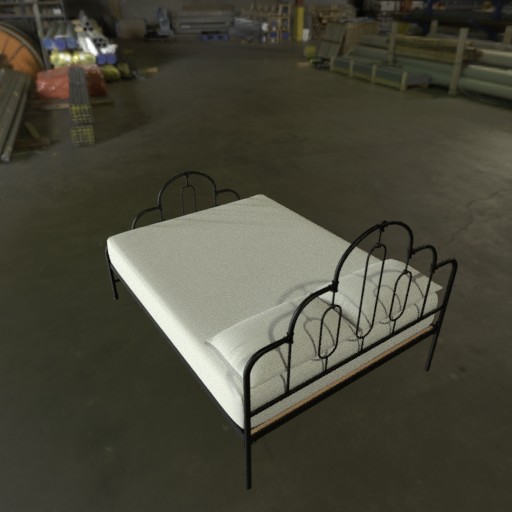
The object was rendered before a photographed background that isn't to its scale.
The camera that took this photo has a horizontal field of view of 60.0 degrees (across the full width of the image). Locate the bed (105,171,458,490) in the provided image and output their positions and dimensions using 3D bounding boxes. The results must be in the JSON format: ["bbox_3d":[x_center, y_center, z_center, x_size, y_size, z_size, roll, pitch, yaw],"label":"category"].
[{"bbox_3d":[0.000,0.000,3.272,1.626,1.444,2.181,-20,36,-29],"label":"bed"}]
